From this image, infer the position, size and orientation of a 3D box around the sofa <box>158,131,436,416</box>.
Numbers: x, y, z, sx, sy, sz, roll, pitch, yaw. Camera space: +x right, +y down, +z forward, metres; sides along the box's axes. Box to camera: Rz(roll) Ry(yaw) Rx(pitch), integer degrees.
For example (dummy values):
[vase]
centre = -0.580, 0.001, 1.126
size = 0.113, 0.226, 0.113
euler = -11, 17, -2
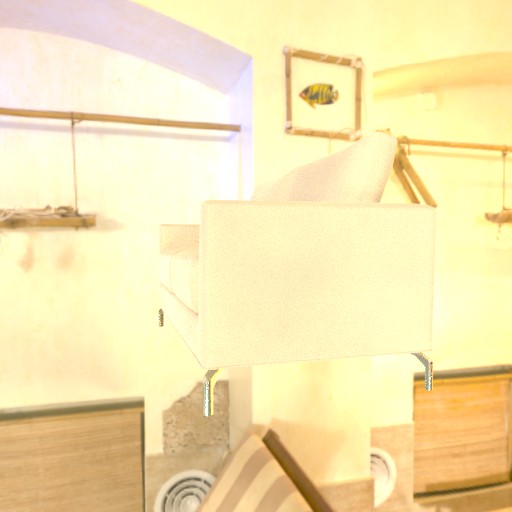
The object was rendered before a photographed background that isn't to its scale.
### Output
[sofa]
centre = 0.000, 0.000, 2.356
size = 0.906, 0.995, 1.739
euler = 0, 1, -17
